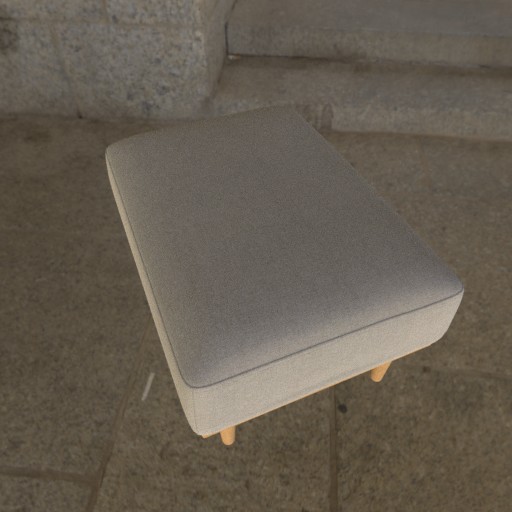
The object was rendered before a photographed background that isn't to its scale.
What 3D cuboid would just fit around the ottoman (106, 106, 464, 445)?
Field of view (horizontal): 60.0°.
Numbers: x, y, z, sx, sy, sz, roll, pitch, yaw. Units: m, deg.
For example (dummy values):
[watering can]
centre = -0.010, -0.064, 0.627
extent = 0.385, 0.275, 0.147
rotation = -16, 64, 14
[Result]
[ottoman]
centre = 0.000, 0.000, 1.071
extent = 0.549, 0.428, 0.749
rotation = -17, 49, -16
